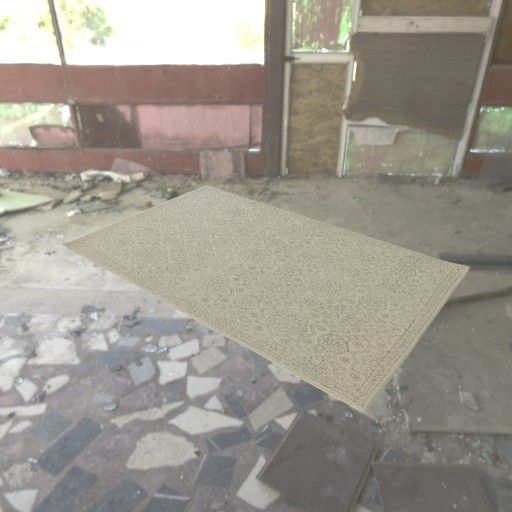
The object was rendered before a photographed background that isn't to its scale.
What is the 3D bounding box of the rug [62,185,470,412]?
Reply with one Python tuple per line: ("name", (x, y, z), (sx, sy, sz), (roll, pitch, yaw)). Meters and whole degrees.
("rug", (0.000, 0.000, 2.468), (1.947, 0.023, 1.214), (22, 37, 33))
